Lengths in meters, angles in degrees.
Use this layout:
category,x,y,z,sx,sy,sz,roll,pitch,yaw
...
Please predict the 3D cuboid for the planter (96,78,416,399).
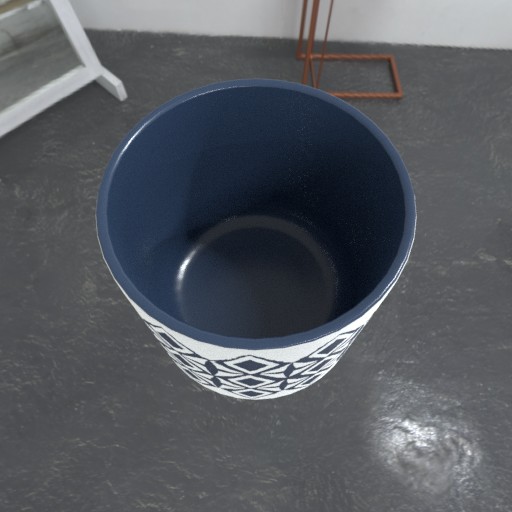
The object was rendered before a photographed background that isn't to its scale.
category,x,y,z,sx,sy,sz,roll,pitch,yaw
planter,0.000,0.000,0.325,0.182,0.165,0.182,0,64,0
